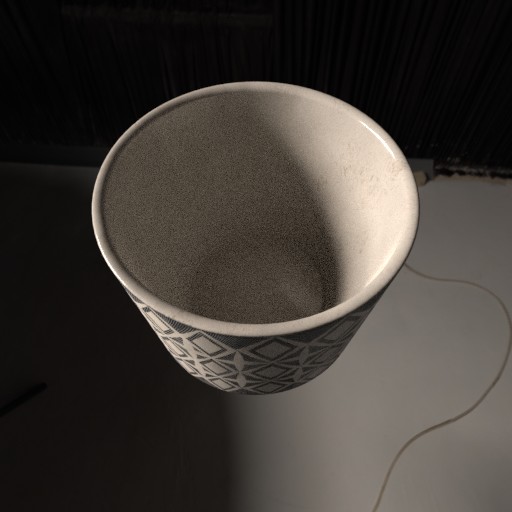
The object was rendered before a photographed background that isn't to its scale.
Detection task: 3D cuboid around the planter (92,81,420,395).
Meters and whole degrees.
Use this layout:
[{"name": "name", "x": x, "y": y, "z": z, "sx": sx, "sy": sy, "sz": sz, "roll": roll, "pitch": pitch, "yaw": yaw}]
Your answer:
[{"name": "planter", "x": 0.000, "y": 0.000, "z": 0.450, "sx": 0.260, "sy": 0.220, "sz": 0.260, "roll": 0, "pitch": 58, "yaw": 0}]
